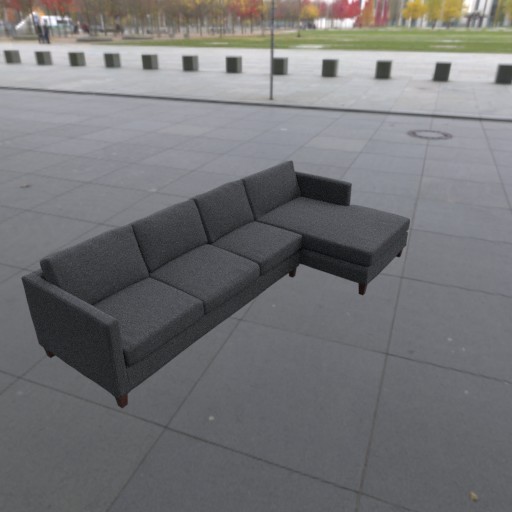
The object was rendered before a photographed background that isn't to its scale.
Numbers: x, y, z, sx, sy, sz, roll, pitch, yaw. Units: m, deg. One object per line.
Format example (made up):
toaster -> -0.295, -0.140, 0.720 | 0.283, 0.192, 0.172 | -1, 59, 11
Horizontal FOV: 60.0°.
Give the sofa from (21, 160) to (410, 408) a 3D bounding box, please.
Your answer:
sofa -> 0.000, 0.000, 3.805 | 1.625, 0.846, 3.186 | 19, 33, 32
